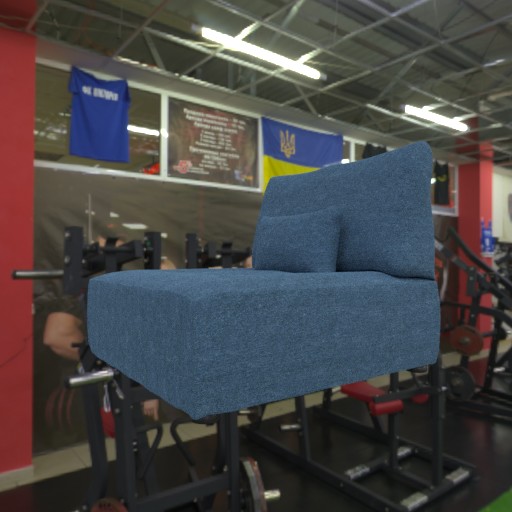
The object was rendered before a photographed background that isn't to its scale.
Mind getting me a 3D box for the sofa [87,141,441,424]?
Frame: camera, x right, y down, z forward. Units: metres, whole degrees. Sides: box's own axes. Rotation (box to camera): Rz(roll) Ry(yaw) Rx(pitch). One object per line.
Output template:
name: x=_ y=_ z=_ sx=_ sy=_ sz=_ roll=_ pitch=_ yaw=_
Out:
sofa: x=0.000 y=0.000 z=1.684 sx=1.000 sy=0.820 sz=0.930 roll=0 pitch=0 yaw=-35
